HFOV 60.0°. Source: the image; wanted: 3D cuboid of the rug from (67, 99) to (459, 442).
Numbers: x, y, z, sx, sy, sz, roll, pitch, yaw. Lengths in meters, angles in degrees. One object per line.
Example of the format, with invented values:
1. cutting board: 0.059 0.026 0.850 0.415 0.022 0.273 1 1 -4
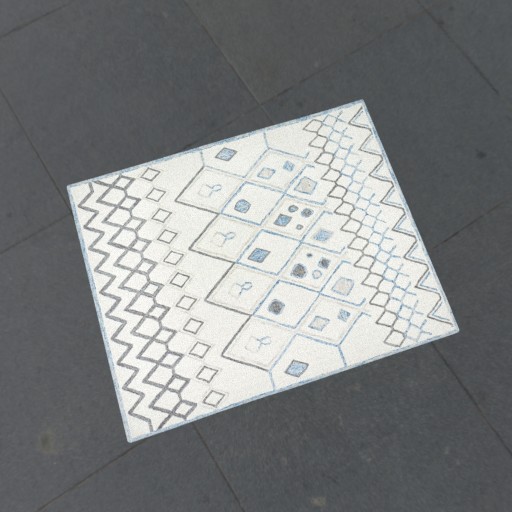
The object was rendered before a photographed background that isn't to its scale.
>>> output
1. rug: 0.000 0.000 4.122 3.056 0.013 2.441 -17 78 -4
